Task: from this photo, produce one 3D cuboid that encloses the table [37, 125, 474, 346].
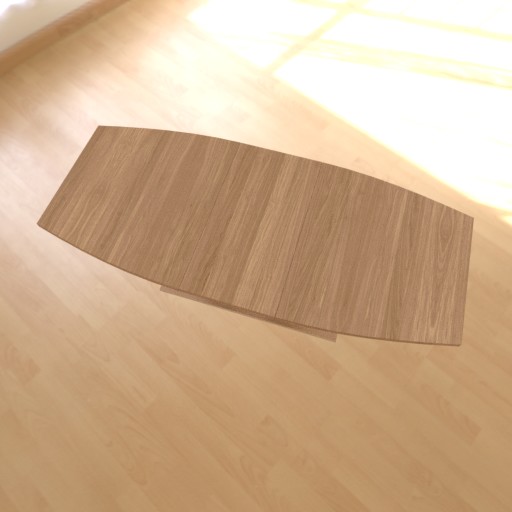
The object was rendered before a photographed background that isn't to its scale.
[{"bbox_3d":[0.000,0.000,2.498,2.032,0.750,0.900,15,64,8],"label":"table"}]
